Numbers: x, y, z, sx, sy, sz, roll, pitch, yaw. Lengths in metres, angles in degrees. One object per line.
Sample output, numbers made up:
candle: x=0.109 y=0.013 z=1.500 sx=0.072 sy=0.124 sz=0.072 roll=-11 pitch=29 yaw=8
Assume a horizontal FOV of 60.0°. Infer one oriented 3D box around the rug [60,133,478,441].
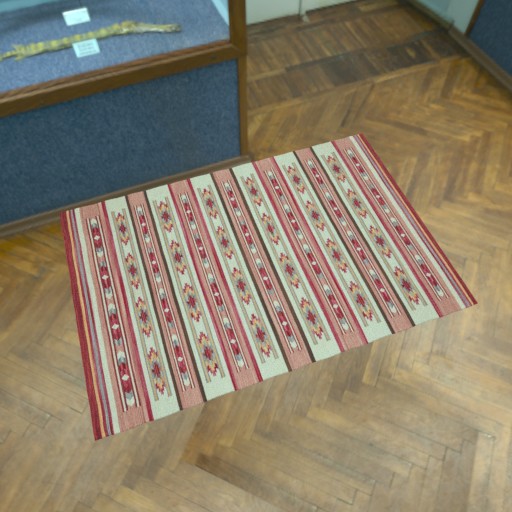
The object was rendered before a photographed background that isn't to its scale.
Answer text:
rug: x=0.000 y=0.000 z=2.251 sx=1.817 sy=0.008 sz=1.223 roll=-17 pitch=60 yaw=-10
